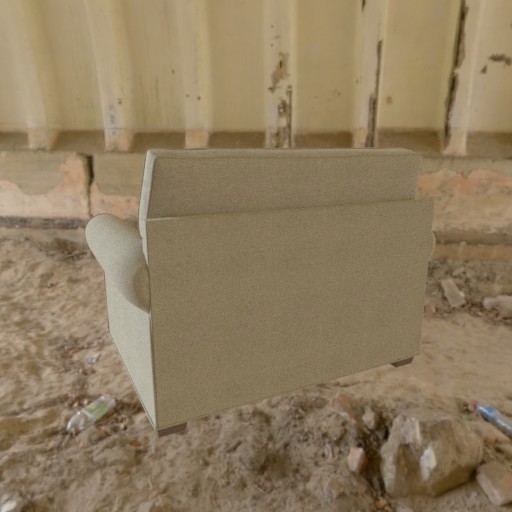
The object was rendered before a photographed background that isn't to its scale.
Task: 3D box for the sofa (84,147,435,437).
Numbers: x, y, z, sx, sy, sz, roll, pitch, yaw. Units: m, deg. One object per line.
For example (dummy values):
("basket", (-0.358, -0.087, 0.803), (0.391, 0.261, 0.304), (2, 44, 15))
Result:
("sofa", (0.000, 0.000, 2.076), (1.405, 0.991, 0.936), (-7, 16, -26))
